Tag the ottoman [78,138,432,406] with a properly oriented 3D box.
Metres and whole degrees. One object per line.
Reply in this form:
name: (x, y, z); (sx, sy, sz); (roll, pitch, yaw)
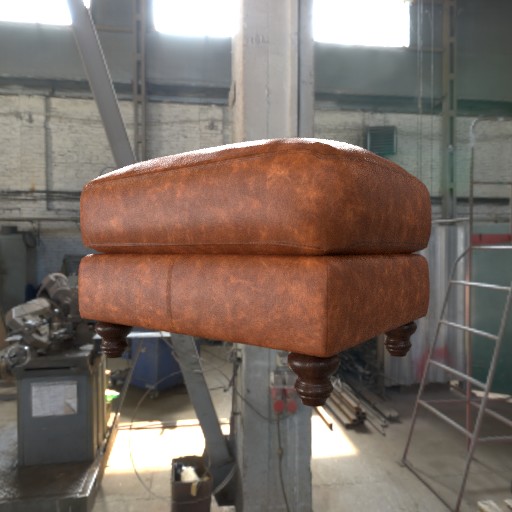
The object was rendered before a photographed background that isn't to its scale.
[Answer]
ottoman: (0.000, 0.000, 1.247); (0.832, 0.562, 0.657); (1, 1, 36)
